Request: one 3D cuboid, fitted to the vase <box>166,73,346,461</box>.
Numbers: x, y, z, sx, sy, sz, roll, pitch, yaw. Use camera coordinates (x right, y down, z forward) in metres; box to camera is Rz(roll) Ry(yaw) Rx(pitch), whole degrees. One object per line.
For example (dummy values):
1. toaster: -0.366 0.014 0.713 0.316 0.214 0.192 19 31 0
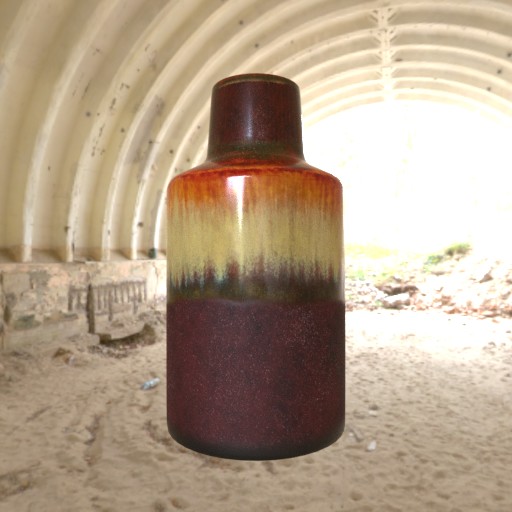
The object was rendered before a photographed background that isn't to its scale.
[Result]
1. vase: 0.000 0.000 0.272 0.108 0.204 0.108 0 0 0
